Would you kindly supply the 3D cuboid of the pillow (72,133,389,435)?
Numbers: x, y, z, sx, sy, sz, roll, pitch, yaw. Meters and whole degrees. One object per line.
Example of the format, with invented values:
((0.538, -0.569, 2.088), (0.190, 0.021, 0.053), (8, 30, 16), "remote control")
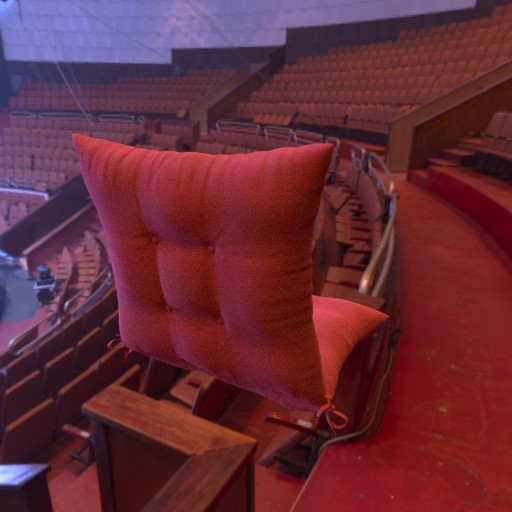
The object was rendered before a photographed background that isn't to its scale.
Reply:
((0.000, 0.000, 0.991), (0.541, 0.536, 0.585), (9, 20, 27), "pillow")
